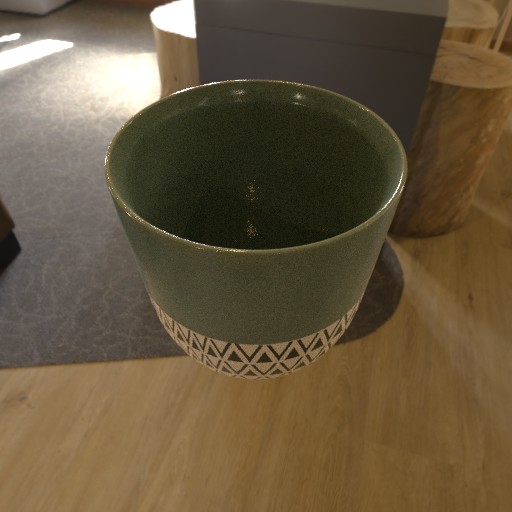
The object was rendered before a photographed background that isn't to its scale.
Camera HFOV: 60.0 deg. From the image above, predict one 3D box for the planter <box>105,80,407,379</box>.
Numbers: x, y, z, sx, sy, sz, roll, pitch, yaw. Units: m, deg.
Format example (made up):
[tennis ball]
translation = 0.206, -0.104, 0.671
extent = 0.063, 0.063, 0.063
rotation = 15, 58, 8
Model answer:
[planter]
translation = 0.000, 0.000, 0.375
extent = 0.198, 0.214, 0.198
rotation = 0, 47, 0
